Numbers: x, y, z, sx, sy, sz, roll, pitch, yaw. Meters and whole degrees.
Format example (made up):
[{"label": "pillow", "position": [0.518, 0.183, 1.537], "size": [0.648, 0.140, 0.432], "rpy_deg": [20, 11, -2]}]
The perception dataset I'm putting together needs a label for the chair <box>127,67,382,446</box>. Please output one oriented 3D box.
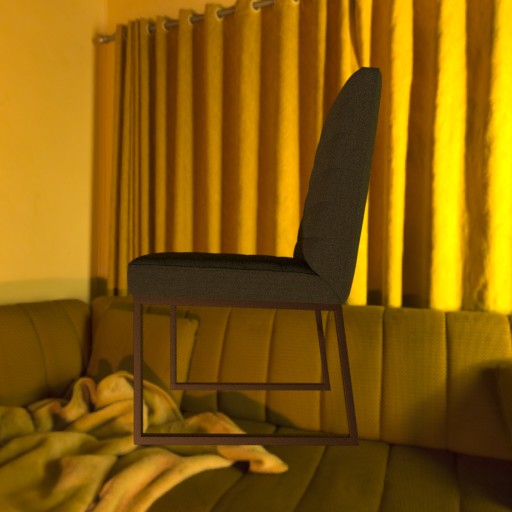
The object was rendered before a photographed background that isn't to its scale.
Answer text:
[{"label": "chair", "position": [0.000, 0.000, 1.318], "size": [0.634, 0.930, 0.520], "rpy_deg": [0, 0, 1]}]
